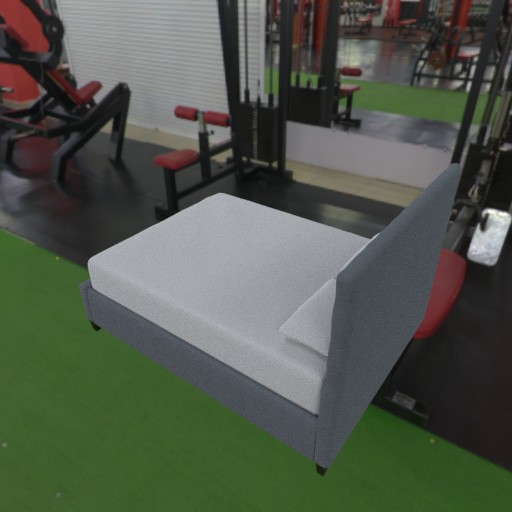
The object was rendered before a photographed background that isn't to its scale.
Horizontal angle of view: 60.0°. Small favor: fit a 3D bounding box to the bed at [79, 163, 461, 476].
[{"bbox_3d":[0.000,0.000,3.325,2.231,1.427,1.698,21,38,30],"label":"bed"}]
